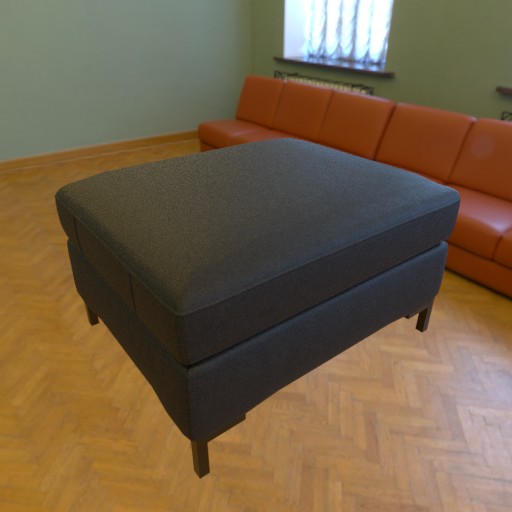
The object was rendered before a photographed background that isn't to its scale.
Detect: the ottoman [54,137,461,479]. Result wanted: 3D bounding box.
[{"bbox_3d":[0.000,0.000,1.753,1.187,0.696,0.967,-21,35,-32],"label":"ottoman"}]
